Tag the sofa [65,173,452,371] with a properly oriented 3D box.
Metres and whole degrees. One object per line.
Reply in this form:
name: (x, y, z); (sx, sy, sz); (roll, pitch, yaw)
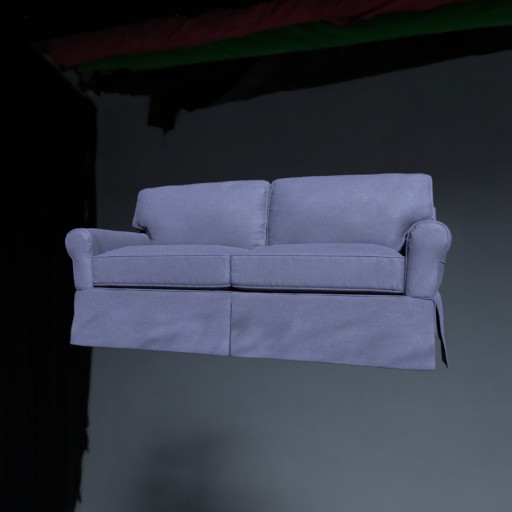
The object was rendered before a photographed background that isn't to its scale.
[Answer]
sofa: (0.000, 0.000, 2.838); (2.256, 1.094, 0.983); (0, 0, 18)
